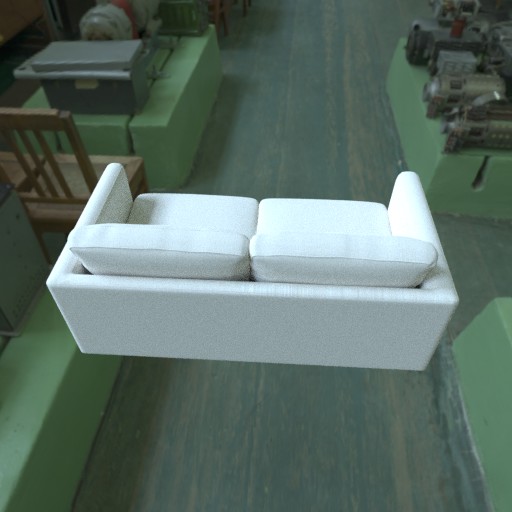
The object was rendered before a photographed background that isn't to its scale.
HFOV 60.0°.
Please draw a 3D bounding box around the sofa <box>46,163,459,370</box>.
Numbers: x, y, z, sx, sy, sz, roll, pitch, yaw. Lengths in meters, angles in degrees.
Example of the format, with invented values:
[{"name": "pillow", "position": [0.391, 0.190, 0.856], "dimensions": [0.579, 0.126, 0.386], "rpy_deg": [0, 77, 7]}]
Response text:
[{"name": "sofa", "position": [0.000, 0.000, 2.305], "dimensions": [1.713, 0.893, 0.940], "rpy_deg": [3, 46, 3]}]
